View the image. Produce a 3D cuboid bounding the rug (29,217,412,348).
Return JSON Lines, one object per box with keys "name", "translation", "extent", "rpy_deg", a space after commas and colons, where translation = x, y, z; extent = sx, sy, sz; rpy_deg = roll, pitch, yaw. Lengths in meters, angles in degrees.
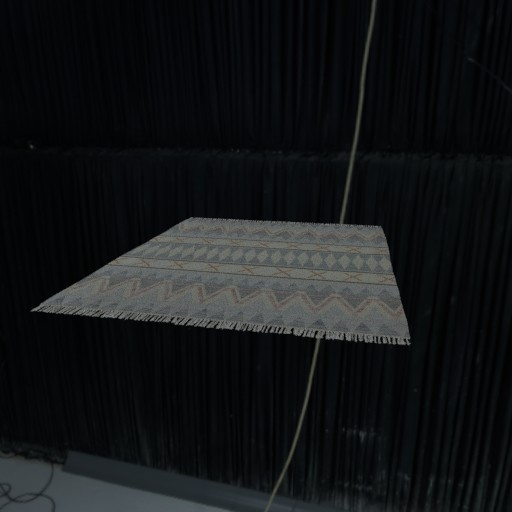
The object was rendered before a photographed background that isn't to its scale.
{"name": "rug", "translation": [0.000, 0.000, 3.994], "extent": [2.371, 0.012, 3.000], "rpy_deg": [4, 17, 12]}
